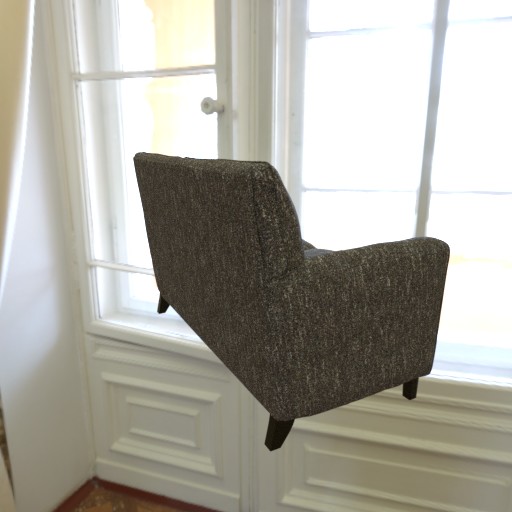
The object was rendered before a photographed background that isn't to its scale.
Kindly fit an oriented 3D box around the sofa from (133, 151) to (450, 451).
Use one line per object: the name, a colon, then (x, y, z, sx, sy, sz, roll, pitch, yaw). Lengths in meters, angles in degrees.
sofa: (0.000, 0.000, 2.087, 0.801, 0.946, 1.519, -8, 16, -27)
